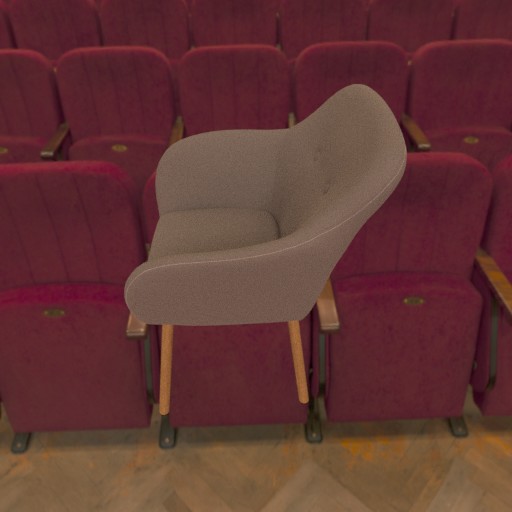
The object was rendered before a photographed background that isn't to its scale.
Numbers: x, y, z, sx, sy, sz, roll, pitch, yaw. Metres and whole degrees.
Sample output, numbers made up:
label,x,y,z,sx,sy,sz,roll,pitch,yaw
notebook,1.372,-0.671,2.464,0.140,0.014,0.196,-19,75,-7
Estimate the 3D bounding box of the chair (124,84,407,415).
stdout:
label,x,y,z,sx,sy,sz,roll,pitch,yaw
chair,0.000,0.000,1.216,0.590,0.830,0.570,-1,41,-1
